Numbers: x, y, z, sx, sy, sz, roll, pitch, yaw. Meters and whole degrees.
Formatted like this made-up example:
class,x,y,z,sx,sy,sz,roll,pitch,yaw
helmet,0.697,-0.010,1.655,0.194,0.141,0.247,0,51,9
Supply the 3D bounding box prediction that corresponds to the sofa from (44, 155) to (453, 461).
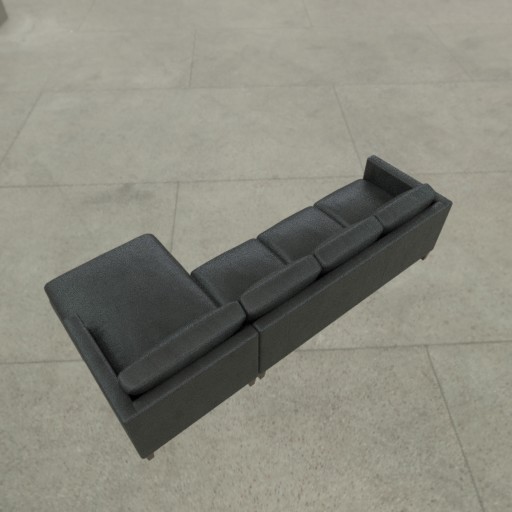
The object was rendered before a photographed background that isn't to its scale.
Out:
class,x,y,z,sx,sy,sz,roll,pitch,yaw
sofa,0.000,0.000,3.871,3.203,0.883,1.581,-30,54,-25
